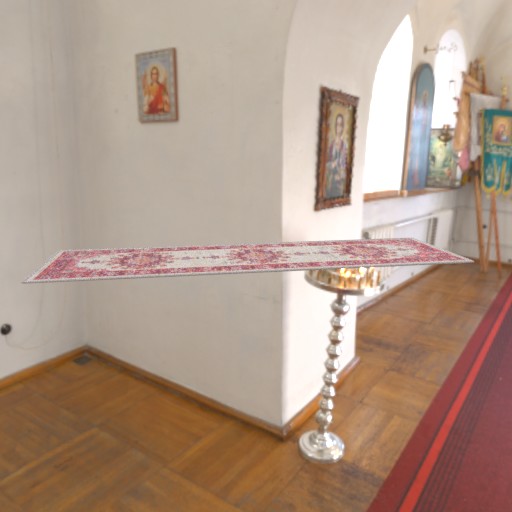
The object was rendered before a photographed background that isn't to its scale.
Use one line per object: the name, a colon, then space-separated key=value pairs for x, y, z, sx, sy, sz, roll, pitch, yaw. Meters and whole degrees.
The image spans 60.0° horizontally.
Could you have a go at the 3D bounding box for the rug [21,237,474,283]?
rug: x=0.000 y=0.000 z=2.527 sx=2.294 sy=0.011 sz=0.666 roll=-2 pitch=14 yaw=-9
